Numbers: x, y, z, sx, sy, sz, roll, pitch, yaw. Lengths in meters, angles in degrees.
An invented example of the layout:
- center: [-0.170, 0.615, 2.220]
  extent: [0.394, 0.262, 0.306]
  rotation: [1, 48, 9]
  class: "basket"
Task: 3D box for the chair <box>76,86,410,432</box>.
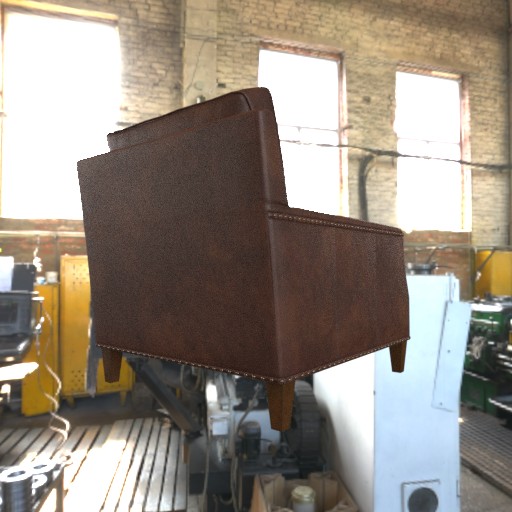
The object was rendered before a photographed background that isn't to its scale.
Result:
- center: [0.000, 0.000, 1.698]
  extent: [0.853, 0.929, 1.014]
  rotation: [-1, -2, 39]
  class: "chair"
